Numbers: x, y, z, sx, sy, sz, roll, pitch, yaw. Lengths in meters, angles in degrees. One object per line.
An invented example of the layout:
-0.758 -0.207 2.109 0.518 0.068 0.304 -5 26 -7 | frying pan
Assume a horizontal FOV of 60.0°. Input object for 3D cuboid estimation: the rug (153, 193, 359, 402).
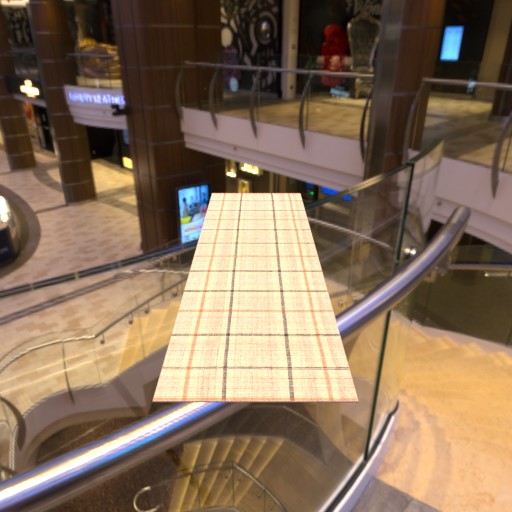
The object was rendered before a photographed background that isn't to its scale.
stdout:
0.000 0.000 2.732 0.762 0.008 2.439 0 26 0 | rug
